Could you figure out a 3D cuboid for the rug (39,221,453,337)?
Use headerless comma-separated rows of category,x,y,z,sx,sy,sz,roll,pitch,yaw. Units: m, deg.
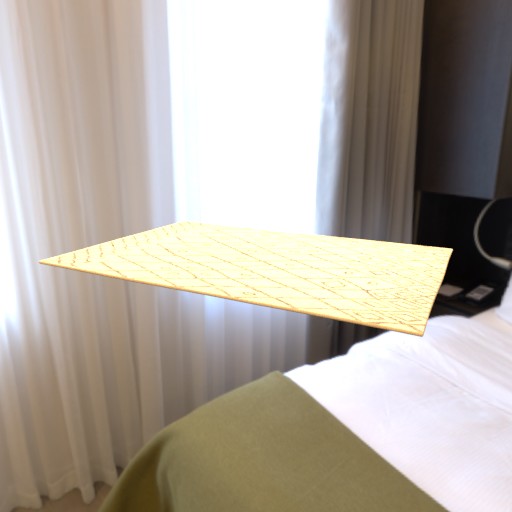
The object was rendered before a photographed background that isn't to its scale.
rug,0.000,0.000,2.335,1.828,0.015,1.222,8,17,26
